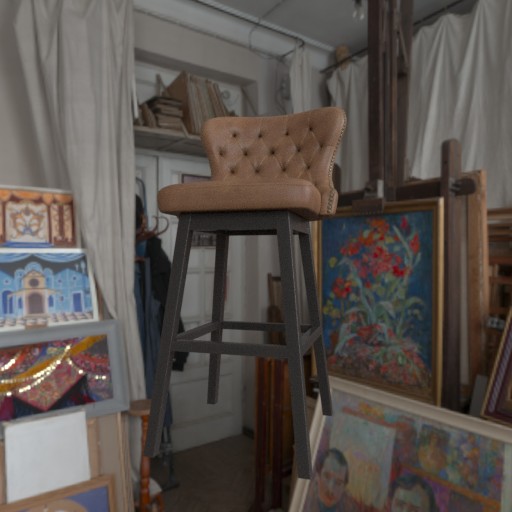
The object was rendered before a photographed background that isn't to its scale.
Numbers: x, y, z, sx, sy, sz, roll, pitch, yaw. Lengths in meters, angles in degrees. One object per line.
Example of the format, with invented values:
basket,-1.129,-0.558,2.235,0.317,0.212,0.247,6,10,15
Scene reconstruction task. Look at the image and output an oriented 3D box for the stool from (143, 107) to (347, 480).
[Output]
stool,0.000,0.000,1.388,0.528,1.050,0.601,0,0,16
